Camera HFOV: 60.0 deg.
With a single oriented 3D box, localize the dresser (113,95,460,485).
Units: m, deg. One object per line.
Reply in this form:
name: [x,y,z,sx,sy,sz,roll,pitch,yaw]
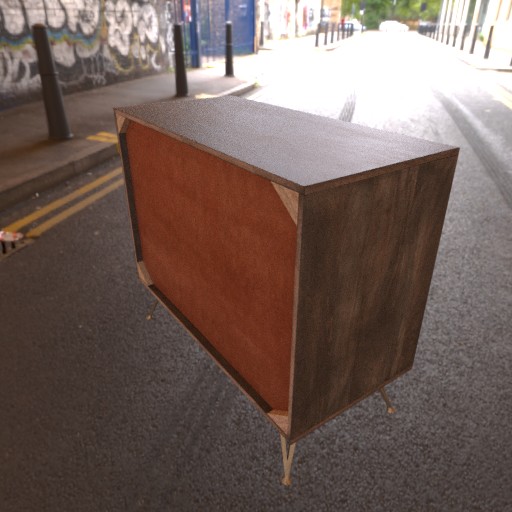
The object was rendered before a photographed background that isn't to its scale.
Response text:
dresser: [0.000,0.000,1.373,0.453,0.801,0.923,-18,33,-31]
